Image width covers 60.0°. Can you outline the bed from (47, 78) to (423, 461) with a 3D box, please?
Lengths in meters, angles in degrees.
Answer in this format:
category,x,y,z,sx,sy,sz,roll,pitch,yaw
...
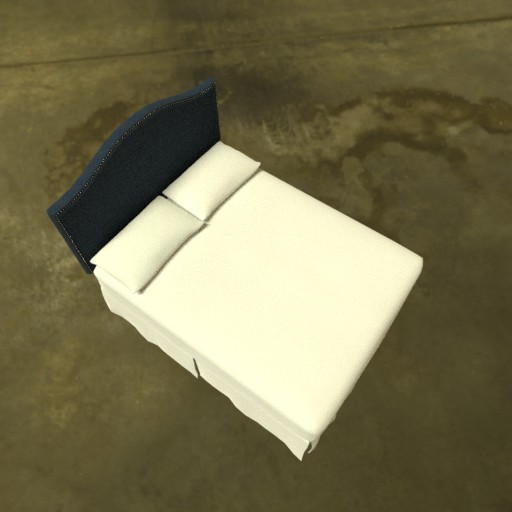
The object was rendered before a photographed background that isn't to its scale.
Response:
category,x,y,z,sx,sy,sz,roll,pitch,yaw
bed,0.000,0.000,3.278,2.153,1.518,1.713,32,63,18
